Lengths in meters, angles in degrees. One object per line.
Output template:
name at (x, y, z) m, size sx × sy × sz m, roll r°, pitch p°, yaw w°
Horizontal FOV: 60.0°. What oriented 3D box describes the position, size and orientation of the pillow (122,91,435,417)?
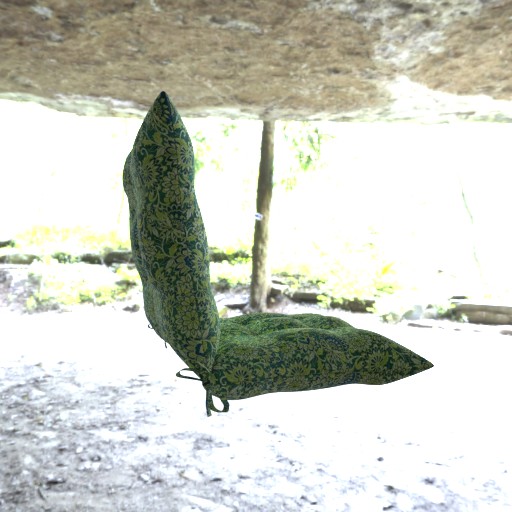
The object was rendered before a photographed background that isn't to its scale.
pillow at (0.000, 0.000, 1.012) m, size 0.585 × 0.536 × 0.541 m, roll 0°, pitch 1°, yaw -20°
